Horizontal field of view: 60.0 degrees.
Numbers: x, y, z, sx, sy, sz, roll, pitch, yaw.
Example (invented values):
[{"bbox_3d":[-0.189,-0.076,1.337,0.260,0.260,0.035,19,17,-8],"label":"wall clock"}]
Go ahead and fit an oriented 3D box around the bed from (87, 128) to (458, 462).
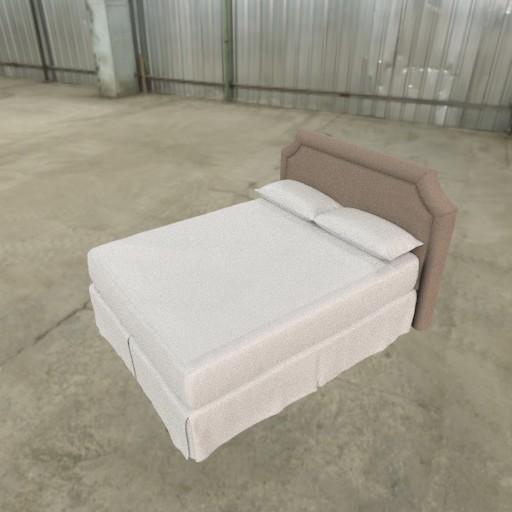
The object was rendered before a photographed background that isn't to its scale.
[{"bbox_3d":[0.000,0.000,3.334,2.164,1.303,1.828,-21,36,-31],"label":"bed"}]
